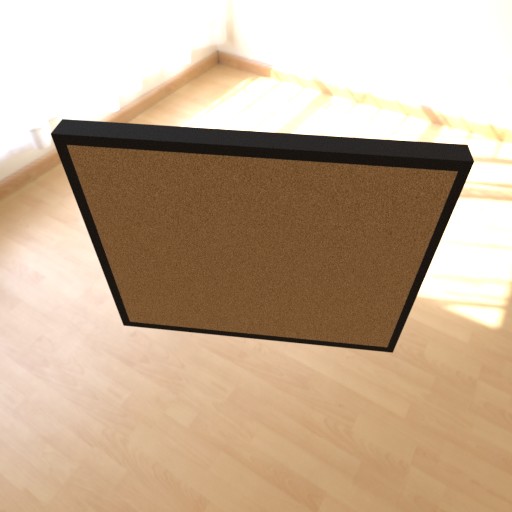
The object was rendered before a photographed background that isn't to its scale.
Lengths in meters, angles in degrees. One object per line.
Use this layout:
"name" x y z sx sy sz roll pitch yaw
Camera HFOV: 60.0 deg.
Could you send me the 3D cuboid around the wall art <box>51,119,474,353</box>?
"wall art" 0.000 0.000 0.540 0.397 0.325 0.028 5 47 5
